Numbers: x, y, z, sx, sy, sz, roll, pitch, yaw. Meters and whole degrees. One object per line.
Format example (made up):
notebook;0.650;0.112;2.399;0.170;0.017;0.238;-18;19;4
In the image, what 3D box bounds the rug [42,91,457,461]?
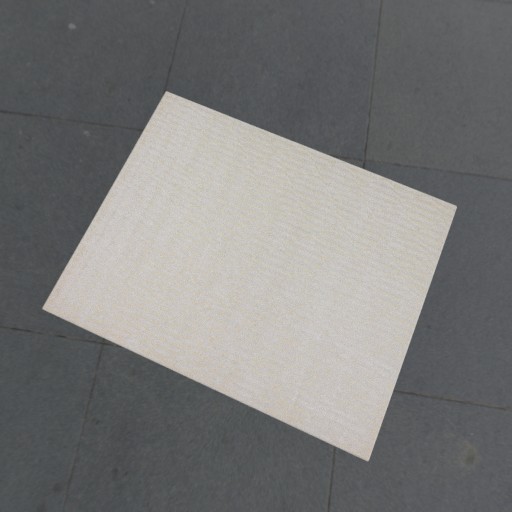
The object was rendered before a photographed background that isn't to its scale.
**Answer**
rug;0.000;0.000;4.026;3.055;0.021;2.410;23;76;6
